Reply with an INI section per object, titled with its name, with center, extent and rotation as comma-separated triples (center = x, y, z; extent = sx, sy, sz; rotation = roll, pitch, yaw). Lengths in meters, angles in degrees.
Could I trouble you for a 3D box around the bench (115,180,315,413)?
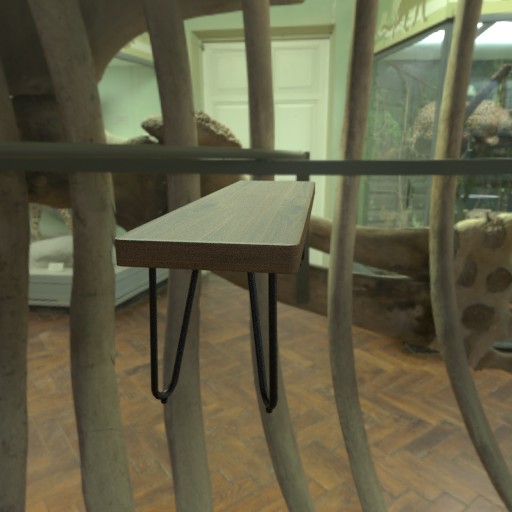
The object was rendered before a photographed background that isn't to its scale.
[bench]
center = 0.000, 0.000, 1.775
extent = 0.425, 0.462, 1.570
rotation = 2, 15, 8
